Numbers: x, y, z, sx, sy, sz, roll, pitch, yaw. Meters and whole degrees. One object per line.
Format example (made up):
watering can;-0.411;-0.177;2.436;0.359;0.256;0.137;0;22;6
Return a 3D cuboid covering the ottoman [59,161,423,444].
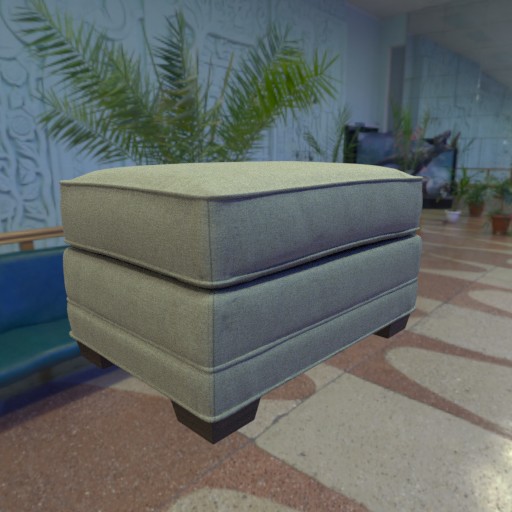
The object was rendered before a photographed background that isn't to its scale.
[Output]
ottoman;0.000;0.000;1.223;0.611;0.508;0.848;12;18;42
